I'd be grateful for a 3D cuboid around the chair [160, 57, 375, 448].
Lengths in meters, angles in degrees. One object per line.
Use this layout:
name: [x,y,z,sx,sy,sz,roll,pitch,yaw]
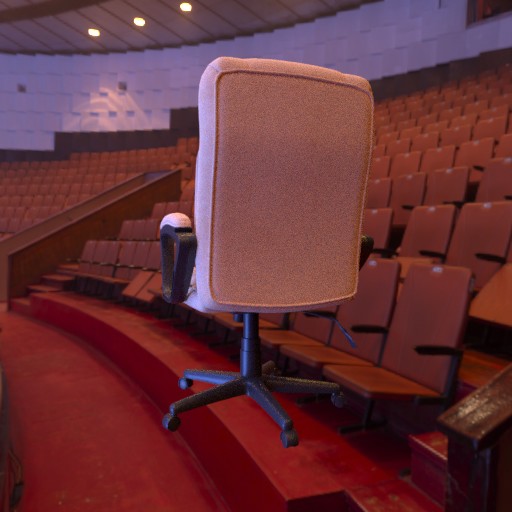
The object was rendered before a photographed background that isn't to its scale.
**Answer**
chair: [0.000,0.000,1.553,0.667,1.105,0.724,-1,2,-20]
